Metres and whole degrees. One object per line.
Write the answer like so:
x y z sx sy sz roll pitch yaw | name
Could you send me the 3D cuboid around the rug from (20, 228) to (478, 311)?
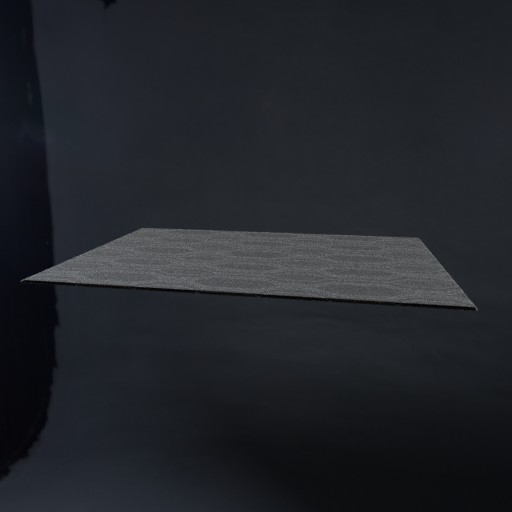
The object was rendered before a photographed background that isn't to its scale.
0.000 0.000 2.329 1.836 0.012 1.239 3 15 10 | rug
